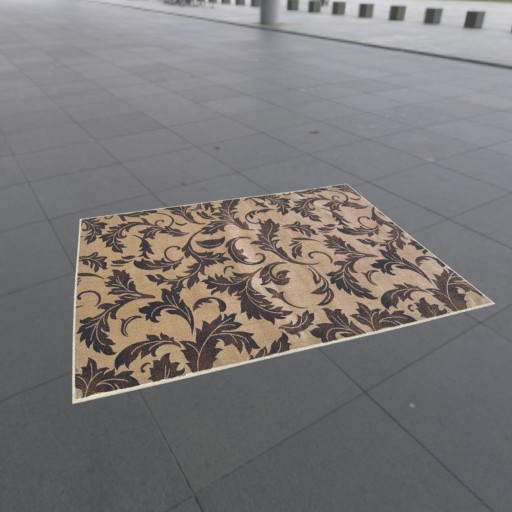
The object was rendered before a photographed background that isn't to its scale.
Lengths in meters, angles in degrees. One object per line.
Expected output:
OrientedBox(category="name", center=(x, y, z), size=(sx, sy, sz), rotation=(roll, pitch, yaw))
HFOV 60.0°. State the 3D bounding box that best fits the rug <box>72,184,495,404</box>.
OrientedBox(category="rug", center=(0.000, 0.000, 3.850), size=(2.977, 0.008, 2.380), rotation=(-10, 34, -15))
